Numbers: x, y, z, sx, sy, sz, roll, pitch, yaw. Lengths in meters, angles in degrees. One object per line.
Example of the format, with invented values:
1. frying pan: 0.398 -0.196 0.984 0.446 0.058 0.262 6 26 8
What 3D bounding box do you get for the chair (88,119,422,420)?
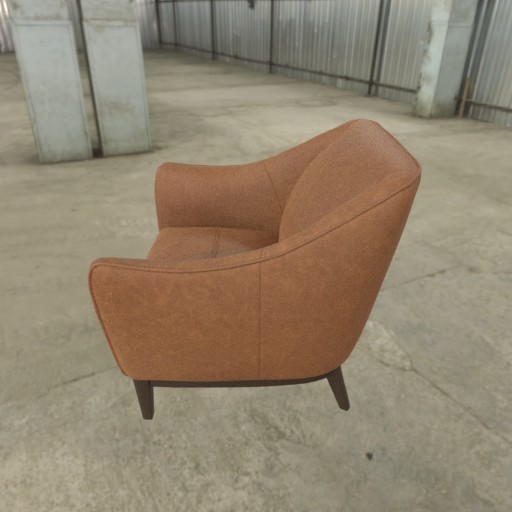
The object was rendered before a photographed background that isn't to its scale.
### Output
1. chair: 0.000 0.000 1.539 0.852 0.830 0.871 0 29 1
